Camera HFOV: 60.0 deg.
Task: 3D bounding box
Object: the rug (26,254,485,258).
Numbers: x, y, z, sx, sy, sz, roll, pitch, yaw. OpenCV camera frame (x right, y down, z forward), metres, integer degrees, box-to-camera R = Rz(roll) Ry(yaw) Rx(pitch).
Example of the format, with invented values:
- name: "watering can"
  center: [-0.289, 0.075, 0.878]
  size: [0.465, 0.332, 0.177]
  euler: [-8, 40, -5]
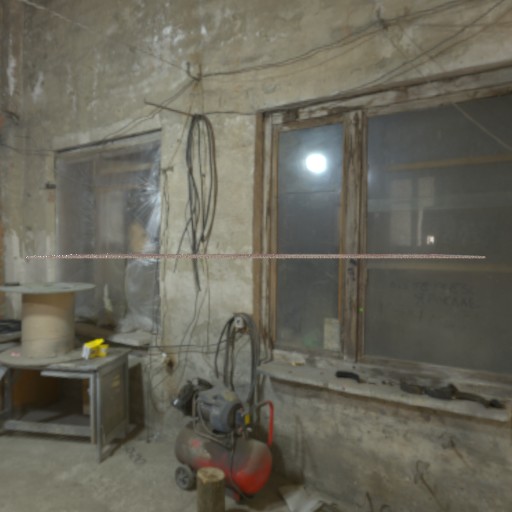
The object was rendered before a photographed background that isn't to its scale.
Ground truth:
- name: "rug"
  center: [0.000, 0.000, 2.533]
  size: [2.294, 0.011, 0.666]
  euler: [0, 1, -1]
